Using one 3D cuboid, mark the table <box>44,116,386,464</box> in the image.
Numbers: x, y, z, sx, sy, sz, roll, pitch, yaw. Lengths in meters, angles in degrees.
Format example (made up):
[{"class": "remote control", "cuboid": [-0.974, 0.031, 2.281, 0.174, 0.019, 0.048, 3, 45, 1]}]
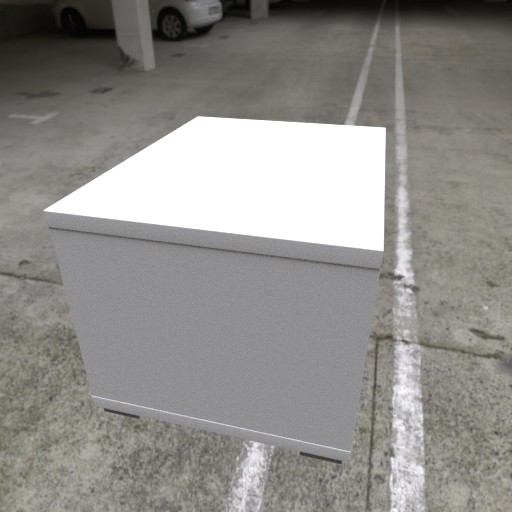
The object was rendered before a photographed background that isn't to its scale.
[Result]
[{"class": "table", "cuboid": [0.000, 0.000, 0.796, 0.399, 0.357, 0.517, 7, 31, 12]}]
